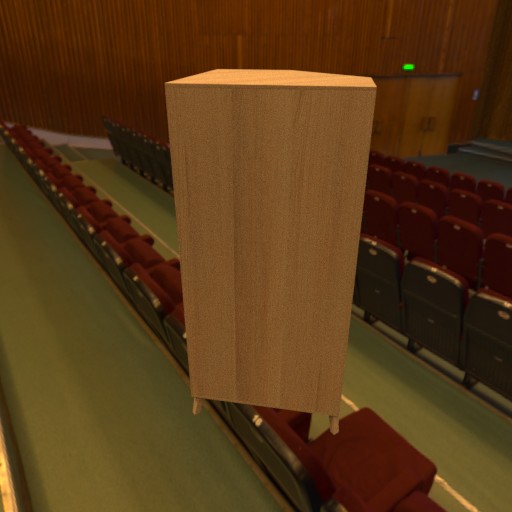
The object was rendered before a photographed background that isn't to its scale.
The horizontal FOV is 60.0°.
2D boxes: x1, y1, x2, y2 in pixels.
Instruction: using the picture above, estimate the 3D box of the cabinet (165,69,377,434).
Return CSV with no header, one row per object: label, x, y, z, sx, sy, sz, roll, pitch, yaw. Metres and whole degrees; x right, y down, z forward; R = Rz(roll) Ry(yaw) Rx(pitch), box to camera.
cabinet,0.000,0.000,2.614,0.969,1.957,1.272,-17,31,-31
